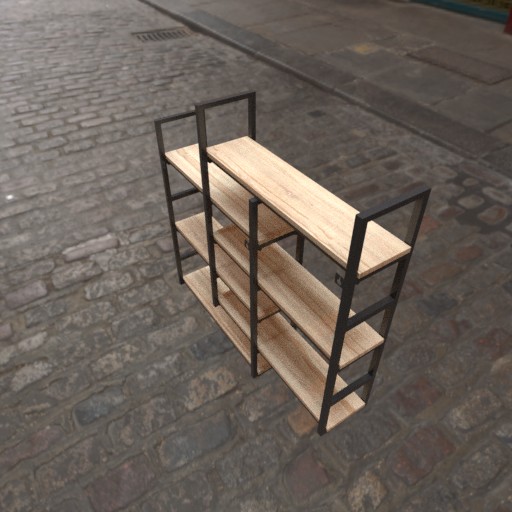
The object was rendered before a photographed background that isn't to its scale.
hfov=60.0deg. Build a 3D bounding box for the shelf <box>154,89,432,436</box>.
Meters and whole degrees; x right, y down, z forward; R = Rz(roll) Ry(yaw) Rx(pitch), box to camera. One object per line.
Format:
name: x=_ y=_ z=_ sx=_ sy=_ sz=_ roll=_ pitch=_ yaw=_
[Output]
shelf: x=0.000 y=0.000 z=1.405 sx=0.183 sy=0.921 sz=0.946 roll=-24 pitch=46 yaw=-25
